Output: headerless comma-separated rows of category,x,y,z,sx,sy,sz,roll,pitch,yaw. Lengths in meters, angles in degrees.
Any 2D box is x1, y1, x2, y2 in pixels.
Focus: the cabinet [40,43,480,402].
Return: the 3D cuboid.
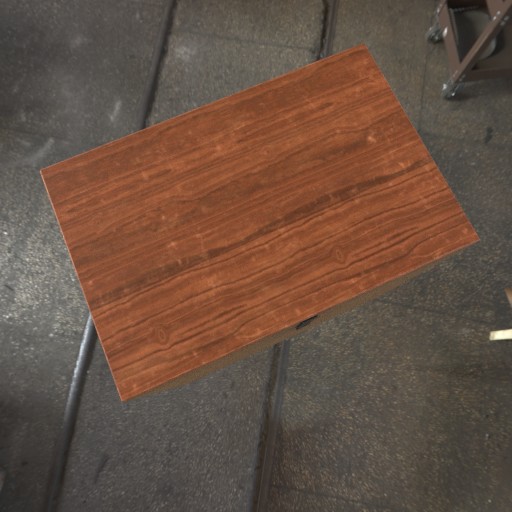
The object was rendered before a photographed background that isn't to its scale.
cabinet,0.000,0.000,1.058,0.607,0.695,0.410,-23,77,-6
